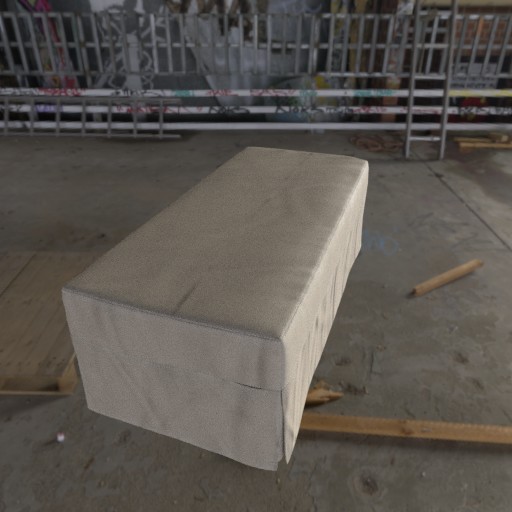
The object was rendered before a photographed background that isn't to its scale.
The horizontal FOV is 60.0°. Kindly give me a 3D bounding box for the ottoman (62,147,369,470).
[{"bbox_3d":[0.000,0.000,1.703,0.665,0.457,1.388,11,32,17],"label":"ottoman"}]
